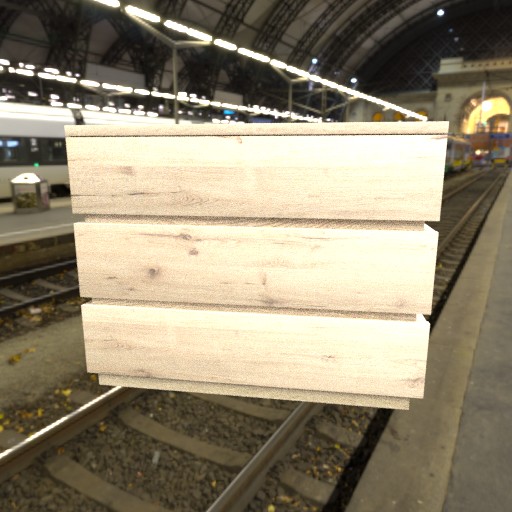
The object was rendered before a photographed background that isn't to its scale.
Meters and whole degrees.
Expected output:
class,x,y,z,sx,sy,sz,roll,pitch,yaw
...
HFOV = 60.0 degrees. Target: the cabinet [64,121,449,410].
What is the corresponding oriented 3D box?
class,x,y,z,sx,sy,sz,roll,pitch,yaw
cabinet,0.000,0.000,1.478,1.040,0.820,0.420,2,13,9
